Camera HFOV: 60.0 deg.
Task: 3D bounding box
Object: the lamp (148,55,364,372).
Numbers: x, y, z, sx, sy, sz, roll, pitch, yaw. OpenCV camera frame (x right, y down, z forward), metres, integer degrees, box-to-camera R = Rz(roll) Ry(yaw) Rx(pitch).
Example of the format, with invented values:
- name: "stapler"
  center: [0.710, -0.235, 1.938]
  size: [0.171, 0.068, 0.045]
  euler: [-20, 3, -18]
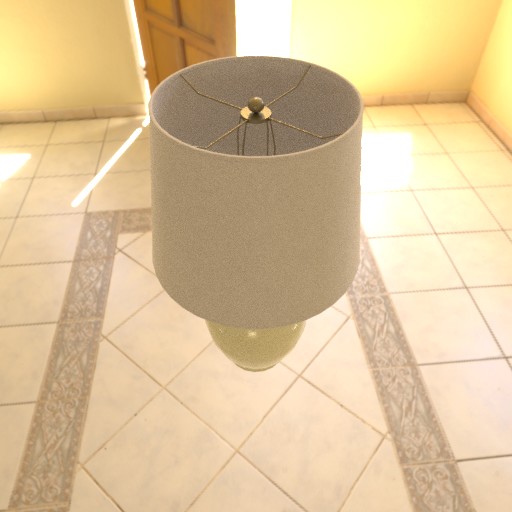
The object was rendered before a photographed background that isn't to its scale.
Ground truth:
- name: "lamp"
  center: [0.000, 0.000, 0.533]
  size: [0.239, 0.399, 0.239]
  euler: [0, 46, 0]
